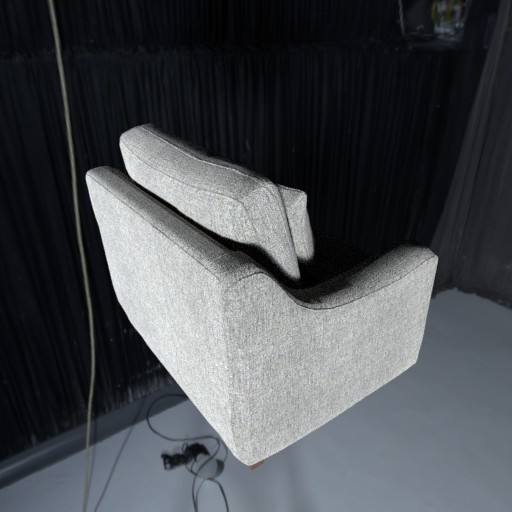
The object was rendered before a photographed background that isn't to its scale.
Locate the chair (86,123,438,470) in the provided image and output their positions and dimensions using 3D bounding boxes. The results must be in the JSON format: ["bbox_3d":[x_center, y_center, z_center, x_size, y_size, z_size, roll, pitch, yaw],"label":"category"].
[{"bbox_3d":[0.000,0.000,1.902,1.009,1.037,1.138,-19,34,-31],"label":"chair"}]
